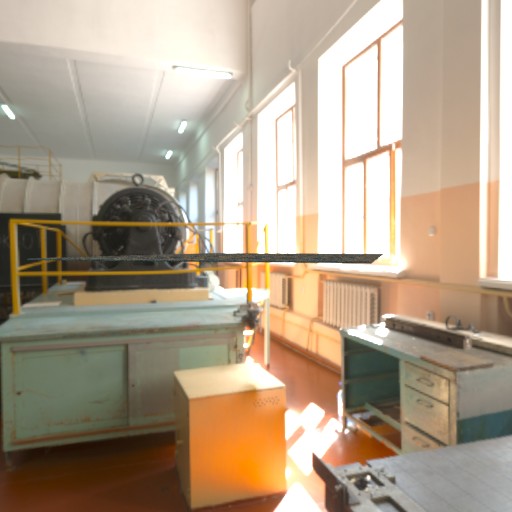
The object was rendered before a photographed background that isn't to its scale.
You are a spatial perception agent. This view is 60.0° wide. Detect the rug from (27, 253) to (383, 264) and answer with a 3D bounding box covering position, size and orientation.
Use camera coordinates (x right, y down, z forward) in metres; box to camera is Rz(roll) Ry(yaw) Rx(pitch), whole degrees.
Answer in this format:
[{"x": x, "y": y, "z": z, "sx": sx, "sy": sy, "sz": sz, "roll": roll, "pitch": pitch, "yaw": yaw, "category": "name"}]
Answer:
[{"x": 0.000, "y": 0.000, "z": 4.321, "sx": 2.337, "sy": 0.013, "sz": 3.291, "roll": 0, "pitch": 1, "yaw": 17, "category": "rug"}]
